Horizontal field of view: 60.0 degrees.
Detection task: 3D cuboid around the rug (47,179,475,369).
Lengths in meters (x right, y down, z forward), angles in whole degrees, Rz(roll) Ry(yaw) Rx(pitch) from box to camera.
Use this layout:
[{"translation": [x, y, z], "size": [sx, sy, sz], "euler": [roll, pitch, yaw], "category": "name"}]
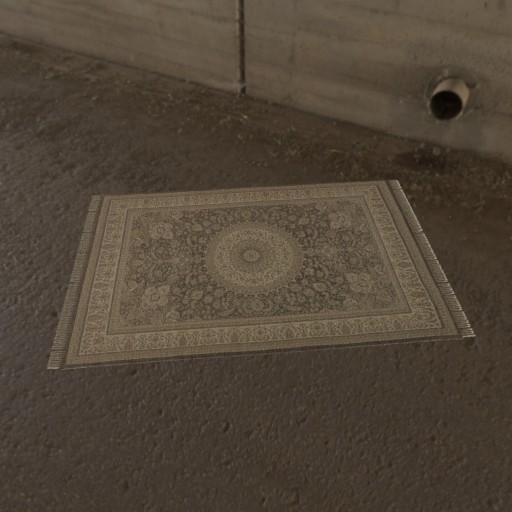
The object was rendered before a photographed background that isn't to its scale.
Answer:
[{"translation": [0.000, 0.000, 3.024], "size": [2.440, 0.010, 1.528], "euler": [-4, 47, -3], "category": "rug"}]
